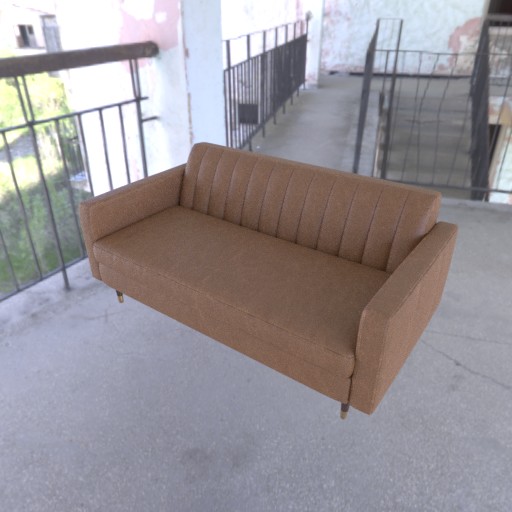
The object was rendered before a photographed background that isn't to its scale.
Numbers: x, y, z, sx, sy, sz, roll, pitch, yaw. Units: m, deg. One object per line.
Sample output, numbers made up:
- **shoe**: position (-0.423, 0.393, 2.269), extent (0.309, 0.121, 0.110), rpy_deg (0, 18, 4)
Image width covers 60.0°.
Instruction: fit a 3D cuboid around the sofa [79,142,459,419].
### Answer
- **sofa**: position (0.000, 0.000, 2.458), extent (1.847, 0.821, 0.993), rpy_deg (20, 35, 30)
